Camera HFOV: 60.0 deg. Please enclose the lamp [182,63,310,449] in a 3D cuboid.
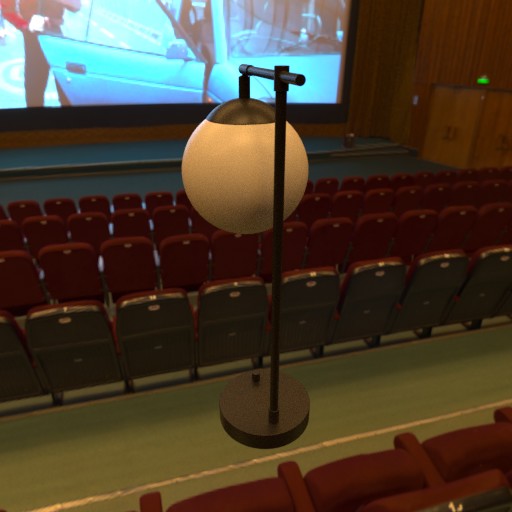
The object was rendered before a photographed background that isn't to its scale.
[{"bbox_3d":[0.000,0.000,0.697,0.197,0.559,0.316,-7,27,-15],"label":"lamp"}]
